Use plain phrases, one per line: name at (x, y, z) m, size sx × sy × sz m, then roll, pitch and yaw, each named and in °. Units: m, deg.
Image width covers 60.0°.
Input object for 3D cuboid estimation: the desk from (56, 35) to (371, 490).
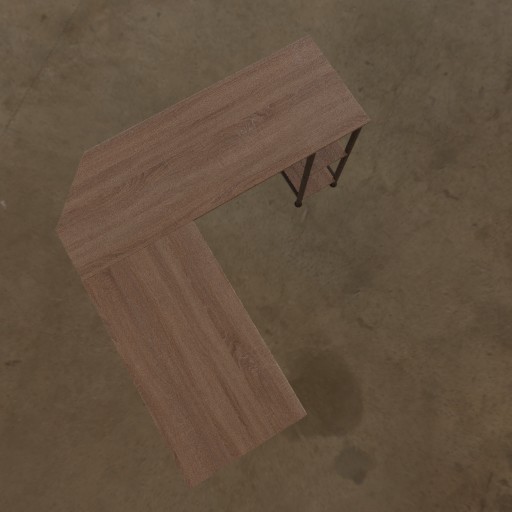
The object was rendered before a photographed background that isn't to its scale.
desk at (0.000, 0.000, 2.161) m, size 1.379 × 0.739 × 1.379 m, roll -30°, pitch 79°, yaw -7°
